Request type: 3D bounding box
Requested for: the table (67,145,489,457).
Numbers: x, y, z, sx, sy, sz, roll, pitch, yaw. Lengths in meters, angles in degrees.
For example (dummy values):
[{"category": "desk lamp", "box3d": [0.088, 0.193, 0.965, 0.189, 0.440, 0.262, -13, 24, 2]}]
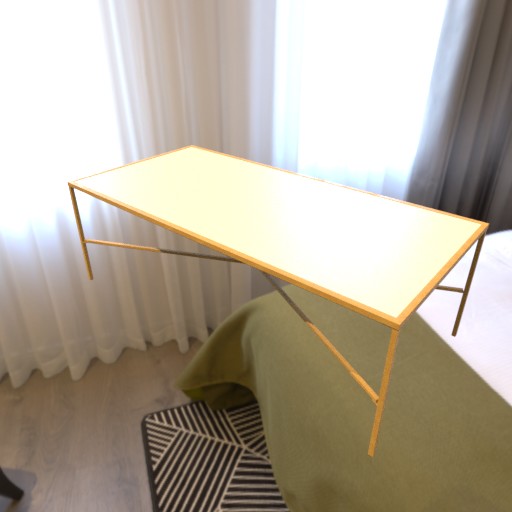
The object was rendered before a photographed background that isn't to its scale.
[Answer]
[{"category": "table", "box3d": [0.000, 0.000, 1.475, 1.206, 0.398, 0.580, 23, 37, 34]}]
